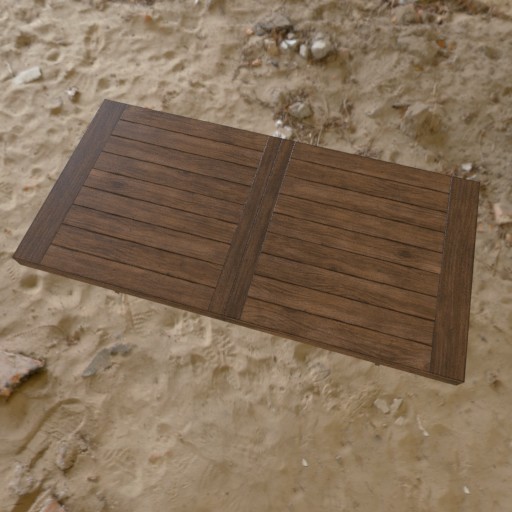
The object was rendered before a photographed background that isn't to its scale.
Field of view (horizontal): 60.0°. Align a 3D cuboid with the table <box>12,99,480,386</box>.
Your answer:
[{"bbox_3d":[0.000,0.000,2.285,1.867,0.757,0.931,14,65,7],"label":"table"}]
